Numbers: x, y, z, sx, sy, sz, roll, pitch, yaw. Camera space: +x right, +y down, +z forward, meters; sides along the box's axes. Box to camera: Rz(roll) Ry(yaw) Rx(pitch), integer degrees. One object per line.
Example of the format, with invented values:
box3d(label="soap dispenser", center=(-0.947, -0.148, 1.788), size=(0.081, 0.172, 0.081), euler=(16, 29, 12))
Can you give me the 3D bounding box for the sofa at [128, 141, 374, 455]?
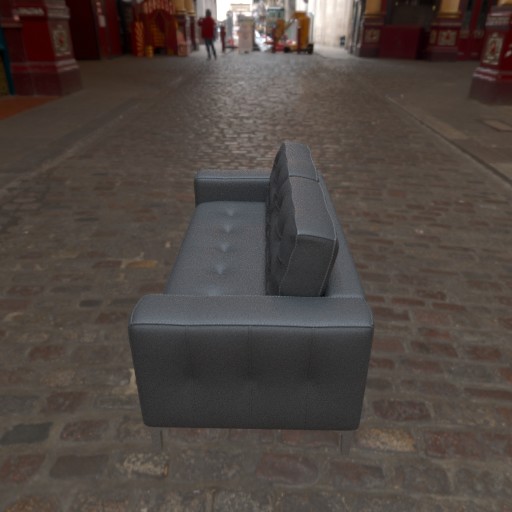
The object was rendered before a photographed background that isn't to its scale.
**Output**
box3d(label="sofa", center=(0.000, 0.000, 2.266), size=(0.833, 0.893, 1.726), euler=(1, 28, 1))
